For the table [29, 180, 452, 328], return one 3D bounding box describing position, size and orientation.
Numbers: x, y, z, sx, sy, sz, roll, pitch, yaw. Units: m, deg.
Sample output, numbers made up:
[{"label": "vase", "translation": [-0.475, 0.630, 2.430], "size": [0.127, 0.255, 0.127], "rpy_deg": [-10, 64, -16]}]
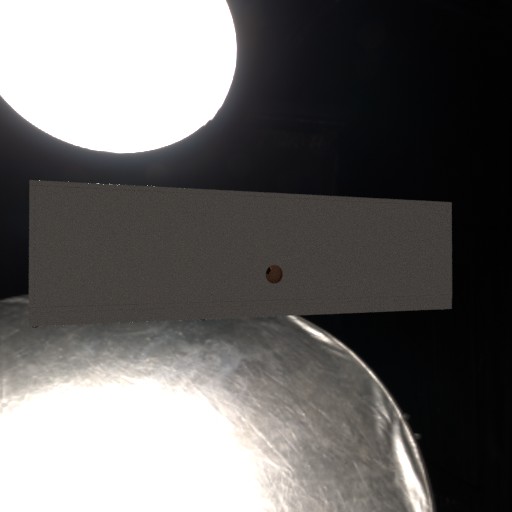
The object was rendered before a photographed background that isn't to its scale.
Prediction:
[{"label": "table", "translation": [0.000, 0.000, 1.746], "size": [1.550, 0.440, 0.400], "rpy_deg": [0, -1, -19]}]
